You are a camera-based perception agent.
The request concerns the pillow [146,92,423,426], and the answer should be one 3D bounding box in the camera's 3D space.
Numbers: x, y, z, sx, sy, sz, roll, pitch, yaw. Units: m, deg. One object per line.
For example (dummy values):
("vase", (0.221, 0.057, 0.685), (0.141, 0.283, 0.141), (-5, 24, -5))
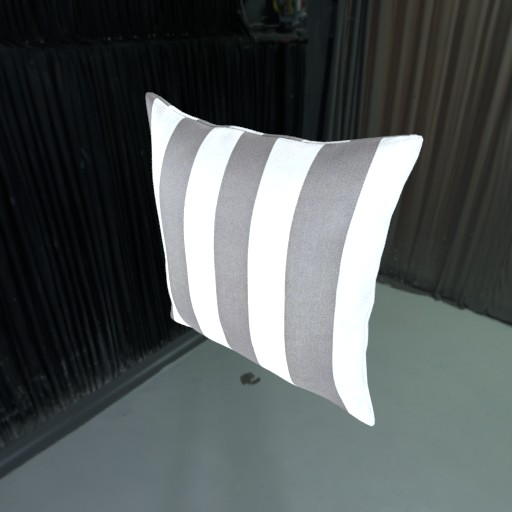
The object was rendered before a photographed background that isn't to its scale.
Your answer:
("pillow", (0.000, 0.000, 0.793), (0.522, 0.507, 0.192), (21, 35, 33))
